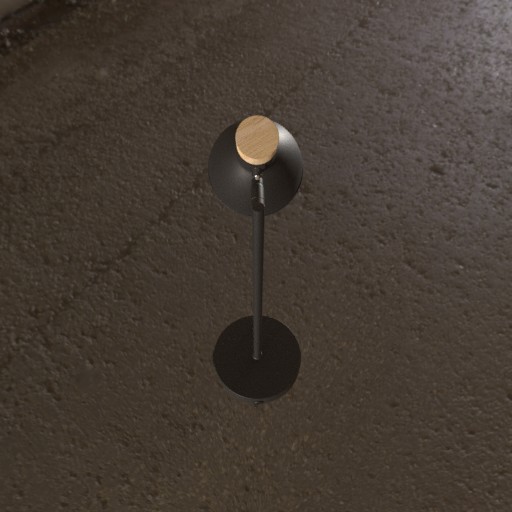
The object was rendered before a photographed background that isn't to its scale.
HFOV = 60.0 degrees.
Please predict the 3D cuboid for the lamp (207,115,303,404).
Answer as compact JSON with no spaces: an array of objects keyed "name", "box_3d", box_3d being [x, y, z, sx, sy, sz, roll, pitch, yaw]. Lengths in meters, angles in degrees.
[{"name":"lamp","box_3d":[0.000,0.000,0.617,0.152,0.483,0.287,-1,57,-1]}]
